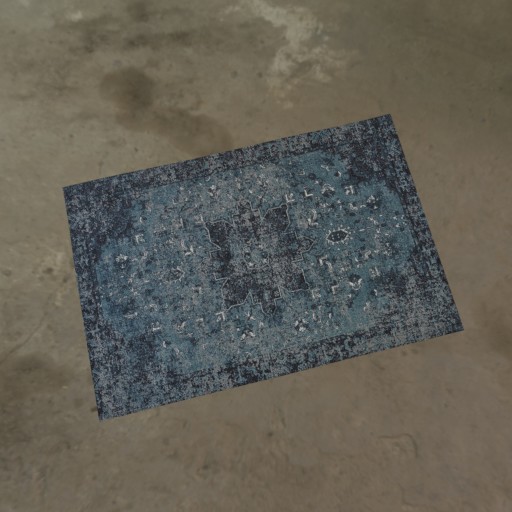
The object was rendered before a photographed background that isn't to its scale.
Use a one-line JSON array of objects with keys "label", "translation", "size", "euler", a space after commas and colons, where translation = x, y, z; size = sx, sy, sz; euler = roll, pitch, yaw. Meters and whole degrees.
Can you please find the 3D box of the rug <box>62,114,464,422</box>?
[{"label": "rug", "translation": [0.000, 0.000, 2.279], "size": [1.828, 0.005, 1.219], "euler": [-13, 78, -3]}]
